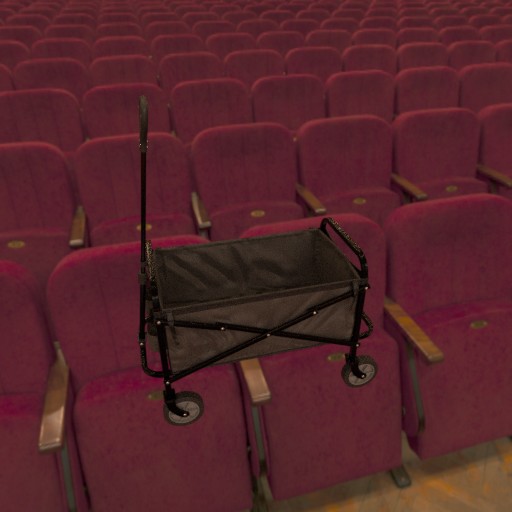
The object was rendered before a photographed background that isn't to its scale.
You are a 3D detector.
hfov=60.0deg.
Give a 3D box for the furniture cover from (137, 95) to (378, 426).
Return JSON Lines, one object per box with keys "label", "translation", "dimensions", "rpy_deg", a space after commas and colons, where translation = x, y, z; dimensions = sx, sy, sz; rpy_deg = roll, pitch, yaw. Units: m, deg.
{"label": "furniture cover", "translation": [0.000, 0.000, 1.823], "dimensions": [1.038, 1.295, 0.532], "rpy_deg": [-8, 32, -13]}
